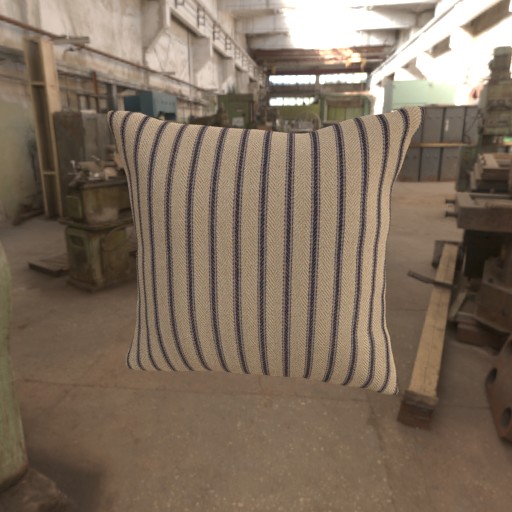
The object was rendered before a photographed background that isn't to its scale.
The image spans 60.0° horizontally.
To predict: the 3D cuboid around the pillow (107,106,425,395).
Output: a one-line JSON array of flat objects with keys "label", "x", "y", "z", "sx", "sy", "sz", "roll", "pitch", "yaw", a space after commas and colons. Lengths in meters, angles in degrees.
[{"label": "pillow", "x": 0.000, "y": 0.000, "z": 0.697, "sx": 0.468, "sy": 0.444, "sz": 0.138, "roll": 3, "pitch": 17, "yaw": 9}]
